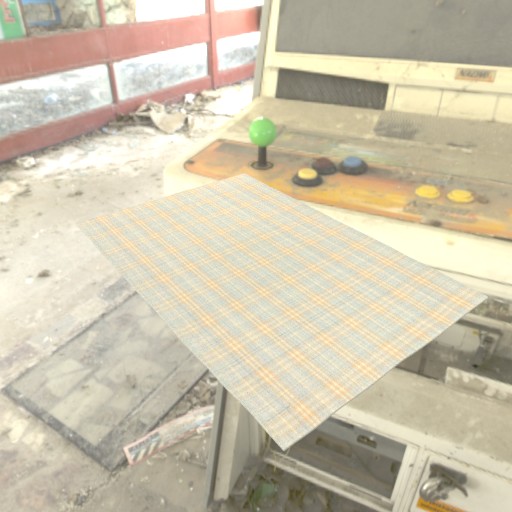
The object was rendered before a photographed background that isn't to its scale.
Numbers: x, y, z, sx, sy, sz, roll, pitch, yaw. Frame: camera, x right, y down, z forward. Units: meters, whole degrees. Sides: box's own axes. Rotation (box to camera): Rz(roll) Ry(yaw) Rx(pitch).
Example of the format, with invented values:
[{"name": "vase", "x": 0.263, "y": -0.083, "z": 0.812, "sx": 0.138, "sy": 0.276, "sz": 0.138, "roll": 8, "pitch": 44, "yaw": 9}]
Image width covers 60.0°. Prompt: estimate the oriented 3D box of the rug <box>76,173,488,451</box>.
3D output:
[{"name": "rug", "x": 0.000, "y": 0.000, "z": 2.278, "sx": 1.231, "sy": 0.012, "sz": 1.835, "roll": -23, "pitch": 40, "yaw": -31}]
